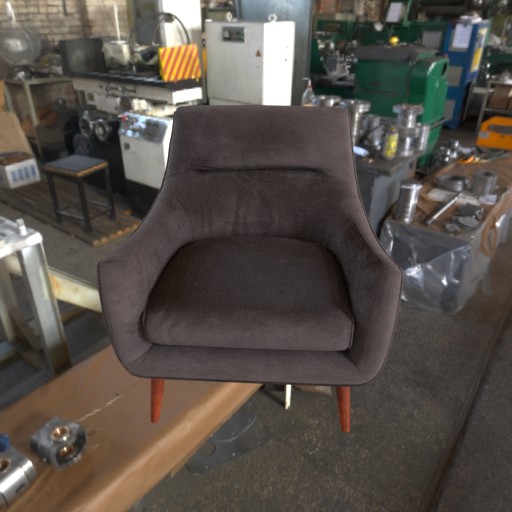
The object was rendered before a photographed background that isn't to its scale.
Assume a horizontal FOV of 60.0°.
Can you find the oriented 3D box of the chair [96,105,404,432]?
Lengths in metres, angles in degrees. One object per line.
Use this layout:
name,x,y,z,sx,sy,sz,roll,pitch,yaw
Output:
chair,0.000,0.000,1.457,0.762,0.838,0.787,2,29,3
